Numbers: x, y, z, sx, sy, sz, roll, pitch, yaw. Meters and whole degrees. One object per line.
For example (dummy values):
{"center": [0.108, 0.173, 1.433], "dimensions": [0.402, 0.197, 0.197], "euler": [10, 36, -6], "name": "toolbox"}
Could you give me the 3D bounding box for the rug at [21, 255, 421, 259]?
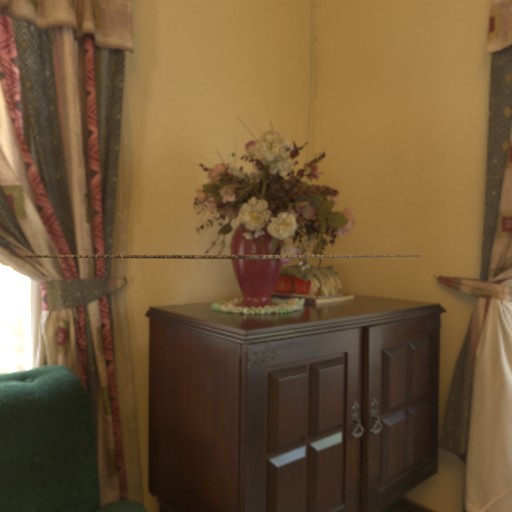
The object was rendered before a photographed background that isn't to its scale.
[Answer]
{"center": [0.000, 0.000, 2.278], "dimensions": [1.189, 0.011, 1.808], "euler": [0, 0, 35], "name": "rug"}
